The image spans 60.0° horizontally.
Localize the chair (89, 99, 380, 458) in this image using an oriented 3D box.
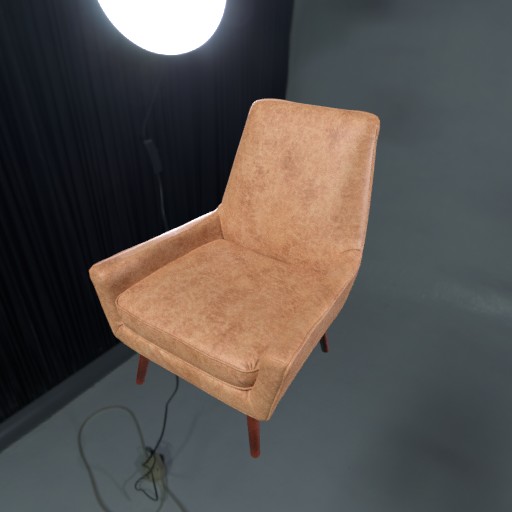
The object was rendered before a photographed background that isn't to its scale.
[{"bbox_3d":[0.000,0.000,1.529,0.753,0.883,0.851,20,36,29],"label":"chair"}]
